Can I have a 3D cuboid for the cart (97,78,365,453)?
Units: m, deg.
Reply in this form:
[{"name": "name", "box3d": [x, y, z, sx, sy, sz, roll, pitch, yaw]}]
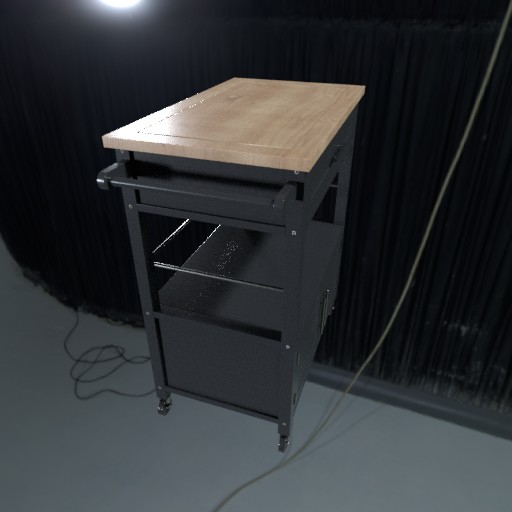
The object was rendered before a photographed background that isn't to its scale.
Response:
[{"name": "cart", "box3d": [0.000, 0.000, 1.396, 0.459, 0.901, 0.840, 10, 33, 17]}]
